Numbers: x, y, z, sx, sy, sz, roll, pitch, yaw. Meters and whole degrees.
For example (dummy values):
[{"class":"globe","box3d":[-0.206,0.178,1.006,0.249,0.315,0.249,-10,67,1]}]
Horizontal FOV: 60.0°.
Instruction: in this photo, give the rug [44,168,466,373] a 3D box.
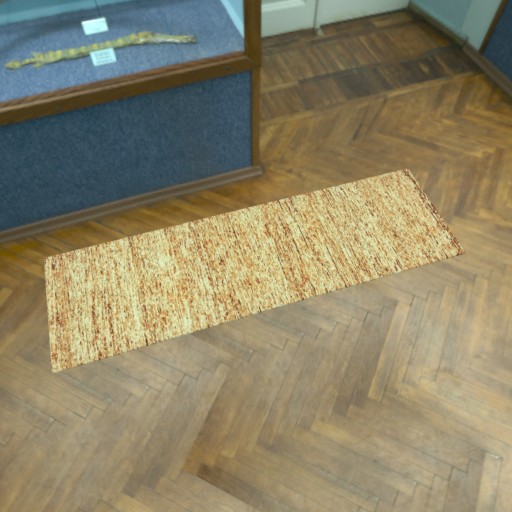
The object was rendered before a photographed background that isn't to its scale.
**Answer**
[{"class":"rug","box3d":[0.000,0.000,2.453,2.237,0.014,0.680,-15,58,-9]}]
